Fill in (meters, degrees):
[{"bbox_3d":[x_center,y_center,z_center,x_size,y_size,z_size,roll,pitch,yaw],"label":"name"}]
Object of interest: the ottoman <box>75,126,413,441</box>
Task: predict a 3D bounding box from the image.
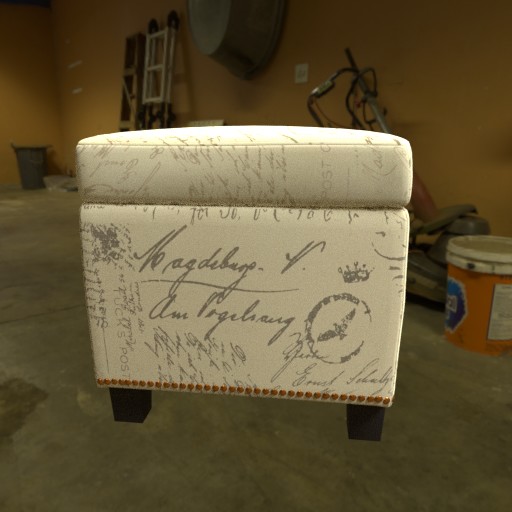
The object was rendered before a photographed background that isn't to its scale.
[{"bbox_3d":[0.000,0.000,0.815,0.450,0.457,0.449,2,15,7],"label":"ottoman"}]
